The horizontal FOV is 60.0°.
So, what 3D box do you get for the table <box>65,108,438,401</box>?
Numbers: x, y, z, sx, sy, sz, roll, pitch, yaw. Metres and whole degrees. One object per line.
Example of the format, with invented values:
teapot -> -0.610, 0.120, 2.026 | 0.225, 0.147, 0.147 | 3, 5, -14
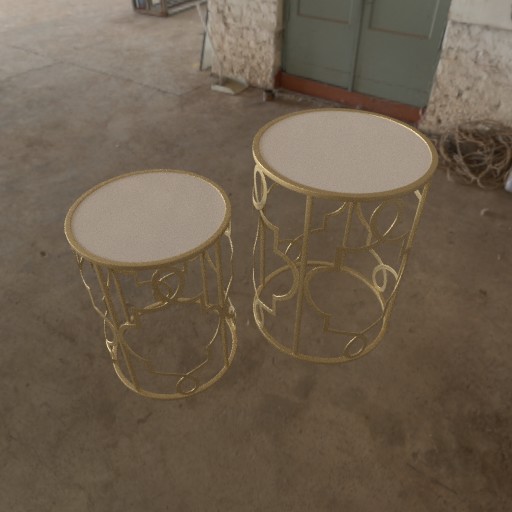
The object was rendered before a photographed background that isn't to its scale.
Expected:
table -> 0.000, 0.000, 1.164 | 0.846, 0.564, 0.420 | -12, 43, -13
